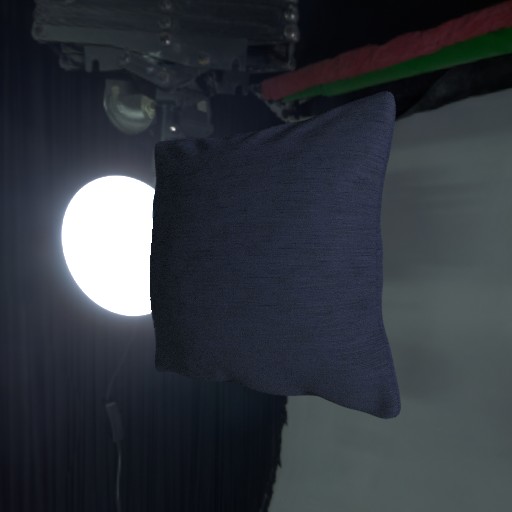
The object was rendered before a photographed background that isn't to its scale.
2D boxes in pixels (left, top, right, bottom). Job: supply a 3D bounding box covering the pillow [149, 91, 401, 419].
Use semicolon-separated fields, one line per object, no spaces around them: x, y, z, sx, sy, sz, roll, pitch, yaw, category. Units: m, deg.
0.000;0.000;0.676;0.432;0.414;0.246;-1;-1;34;pillow
